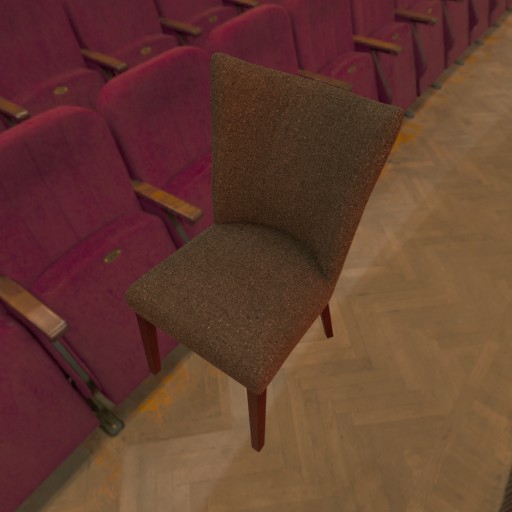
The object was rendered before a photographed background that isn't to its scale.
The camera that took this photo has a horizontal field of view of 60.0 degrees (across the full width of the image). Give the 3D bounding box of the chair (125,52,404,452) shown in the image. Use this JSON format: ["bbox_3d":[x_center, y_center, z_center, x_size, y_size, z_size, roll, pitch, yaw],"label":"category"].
[{"bbox_3d":[0.000,0.000,1.286,0.535,0.924,0.623,28,52,24],"label":"chair"}]
